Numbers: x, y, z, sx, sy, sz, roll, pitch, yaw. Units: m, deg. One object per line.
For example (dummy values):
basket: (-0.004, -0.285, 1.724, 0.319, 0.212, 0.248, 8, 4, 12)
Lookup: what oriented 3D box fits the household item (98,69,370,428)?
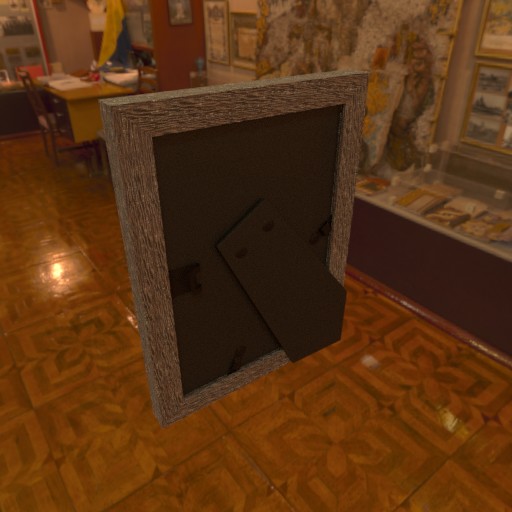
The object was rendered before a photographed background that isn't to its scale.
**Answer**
household item: (0.000, 0.000, 0.287, 0.160, 0.210, 0.020, -20, 36, -29)
